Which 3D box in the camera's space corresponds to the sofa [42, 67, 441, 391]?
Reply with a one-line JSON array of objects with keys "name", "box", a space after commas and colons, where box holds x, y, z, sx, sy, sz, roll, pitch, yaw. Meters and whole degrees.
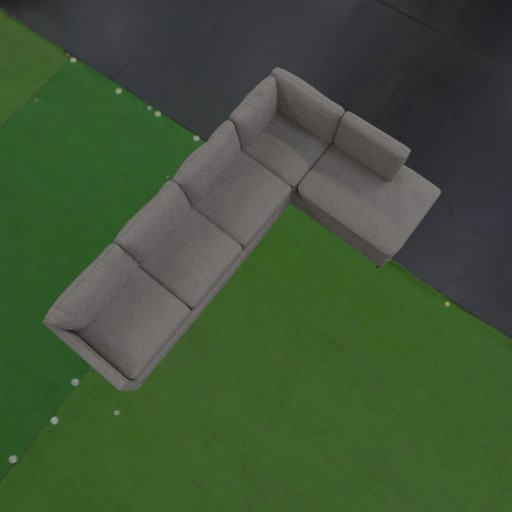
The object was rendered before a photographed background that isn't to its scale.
[{"name": "sofa", "box": [0.000, 0.000, 4.228, 2.077, 0.964, 3.331, 37, 77, 10]}]
